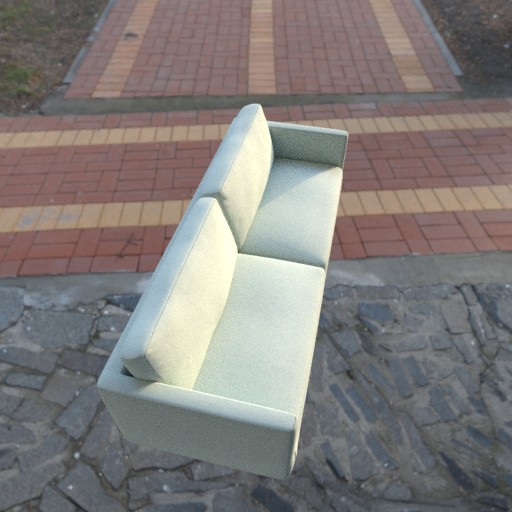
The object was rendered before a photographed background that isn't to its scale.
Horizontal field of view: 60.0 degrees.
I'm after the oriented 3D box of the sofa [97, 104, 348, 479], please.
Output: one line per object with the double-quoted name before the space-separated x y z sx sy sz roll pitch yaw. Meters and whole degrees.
"sofa" 0.000 0.000 2.910 0.948 0.965 2.434 10 48 9
